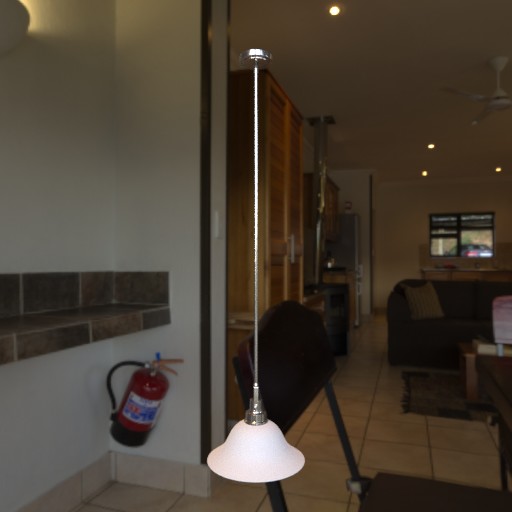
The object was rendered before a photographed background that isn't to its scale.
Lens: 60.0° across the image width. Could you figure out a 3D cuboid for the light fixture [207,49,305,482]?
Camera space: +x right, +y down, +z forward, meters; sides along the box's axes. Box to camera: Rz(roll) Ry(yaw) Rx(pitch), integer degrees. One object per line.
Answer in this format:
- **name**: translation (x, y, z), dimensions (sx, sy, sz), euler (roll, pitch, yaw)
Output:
- **light fixture**: translation (0.000, 0.000, 1.493), dimensions (0.324, 1.354, 0.324), euler (0, -1, 0)
